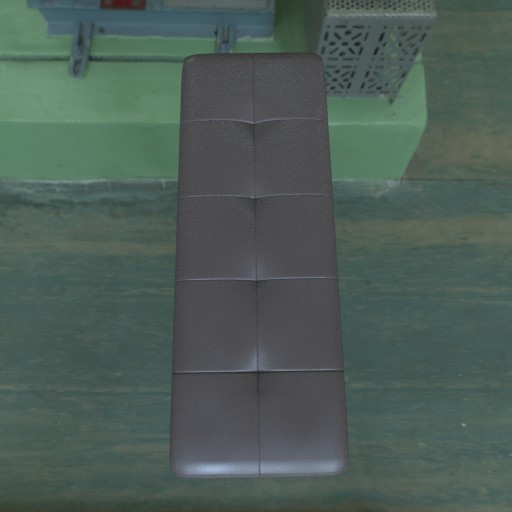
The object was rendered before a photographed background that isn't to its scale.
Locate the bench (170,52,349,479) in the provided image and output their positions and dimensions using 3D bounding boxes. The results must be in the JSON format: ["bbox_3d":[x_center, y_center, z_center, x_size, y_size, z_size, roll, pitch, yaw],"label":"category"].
[{"bbox_3d":[0.000,0.000,1.413,0.450,0.417,1.219,-1,75,0],"label":"bench"}]
